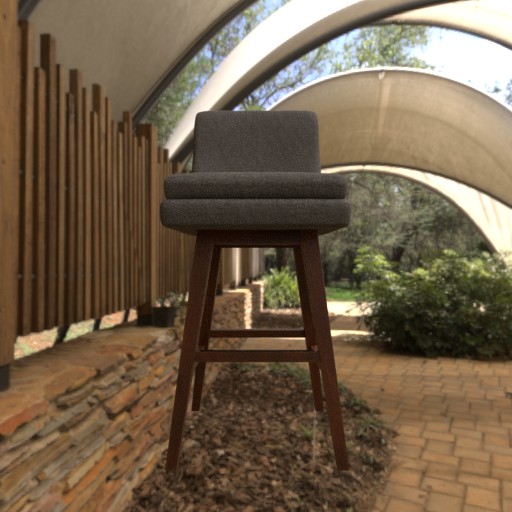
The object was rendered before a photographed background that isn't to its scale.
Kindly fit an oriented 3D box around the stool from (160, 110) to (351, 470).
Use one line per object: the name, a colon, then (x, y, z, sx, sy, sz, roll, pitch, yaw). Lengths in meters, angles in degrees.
stool: (0.000, 0.000, 1.367, 0.489, 1.068, 0.572, 0, -1, 0)
